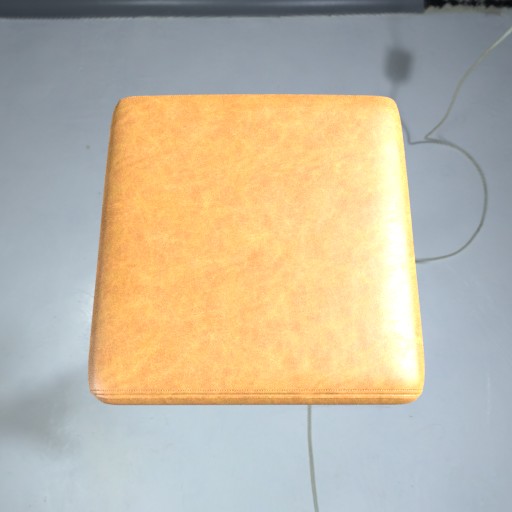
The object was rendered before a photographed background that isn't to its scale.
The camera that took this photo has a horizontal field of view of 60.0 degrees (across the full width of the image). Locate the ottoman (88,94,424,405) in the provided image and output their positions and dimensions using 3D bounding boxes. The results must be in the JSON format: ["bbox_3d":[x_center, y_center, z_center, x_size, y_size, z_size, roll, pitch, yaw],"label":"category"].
[{"bbox_3d":[0.000,0.000,1.043,0.650,0.399,0.650,0,75,0],"label":"ottoman"}]
